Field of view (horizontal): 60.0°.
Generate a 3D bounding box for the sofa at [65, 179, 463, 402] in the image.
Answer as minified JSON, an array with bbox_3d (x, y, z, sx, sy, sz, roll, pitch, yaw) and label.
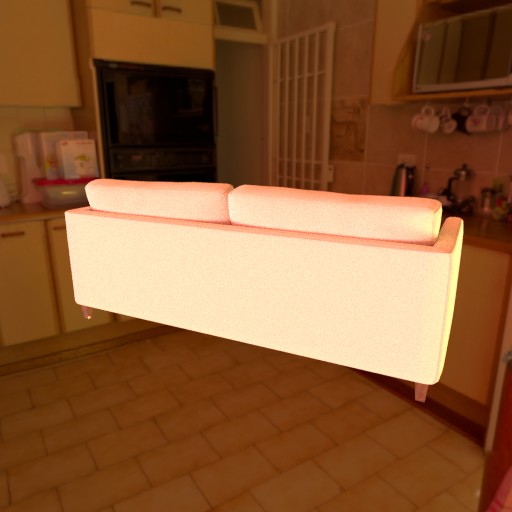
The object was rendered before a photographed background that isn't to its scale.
[{"bbox_3d":[0.000,0.000,2.849,2.361,0.962,0.951,8,17,26],"label":"sofa"}]
